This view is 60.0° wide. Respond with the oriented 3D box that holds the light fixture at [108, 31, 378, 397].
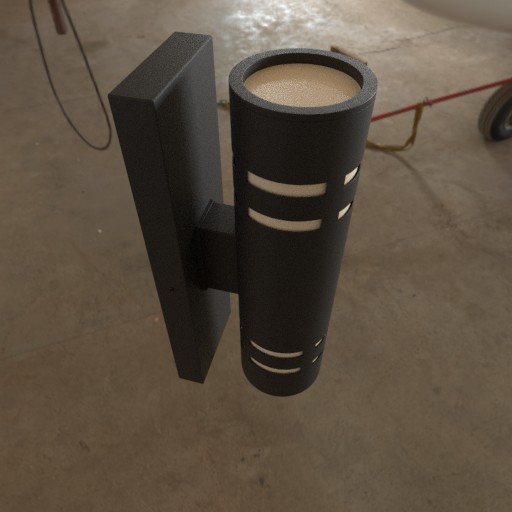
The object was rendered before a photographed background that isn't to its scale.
[{"bbox_3d":[0.000,0.000,0.395,0.149,0.330,0.105,11,47,10],"label":"light fixture"}]
